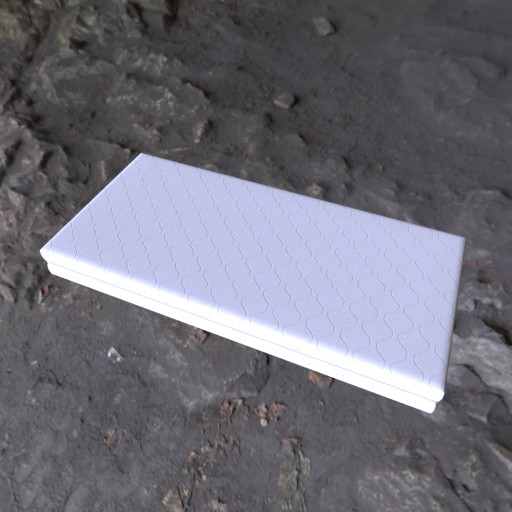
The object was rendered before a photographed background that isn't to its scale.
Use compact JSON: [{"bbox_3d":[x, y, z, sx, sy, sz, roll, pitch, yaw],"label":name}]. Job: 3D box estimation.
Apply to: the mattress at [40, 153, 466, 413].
[{"bbox_3d":[0.000,0.000,2.231,1.900,0.200,0.900,17,49,15],"label":"mattress"}]
